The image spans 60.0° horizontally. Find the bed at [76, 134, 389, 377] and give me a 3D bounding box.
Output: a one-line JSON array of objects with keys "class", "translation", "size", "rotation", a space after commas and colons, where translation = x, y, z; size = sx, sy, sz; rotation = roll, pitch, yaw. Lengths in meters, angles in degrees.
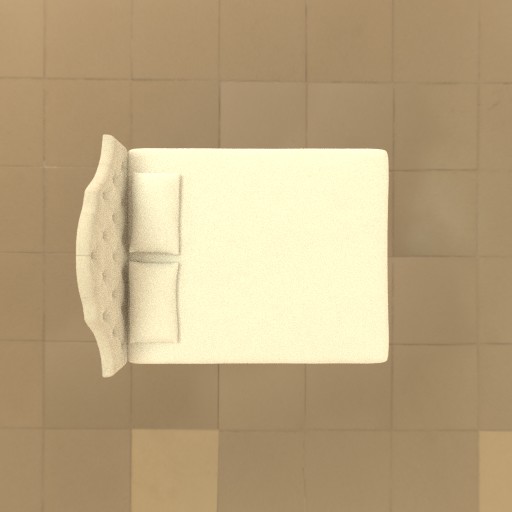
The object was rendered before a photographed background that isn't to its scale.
[{"class": "bed", "translation": [0.000, 0.000, 3.838], "size": [2.477, 1.617, 2.039], "rotation": [0, 90, 0]}]
